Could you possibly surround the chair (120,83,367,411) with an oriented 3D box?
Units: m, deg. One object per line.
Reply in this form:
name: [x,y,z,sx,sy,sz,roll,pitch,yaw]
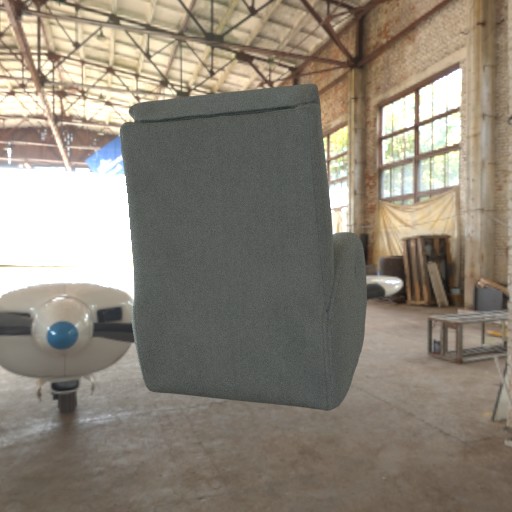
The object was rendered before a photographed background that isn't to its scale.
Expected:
chair: [0.000,0.000,1.710,0.794,1.016,0.940,0,1,17]
